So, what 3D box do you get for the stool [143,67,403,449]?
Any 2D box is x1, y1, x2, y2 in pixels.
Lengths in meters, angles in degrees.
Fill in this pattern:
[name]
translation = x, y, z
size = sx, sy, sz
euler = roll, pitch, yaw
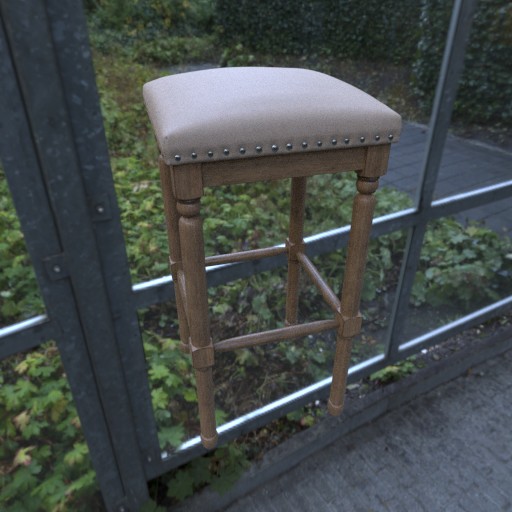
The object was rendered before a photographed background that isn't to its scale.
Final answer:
[stool]
translation = 0.000, 0.000, 0.982
size = 0.382, 0.768, 0.383
euler = -9, 33, -14
